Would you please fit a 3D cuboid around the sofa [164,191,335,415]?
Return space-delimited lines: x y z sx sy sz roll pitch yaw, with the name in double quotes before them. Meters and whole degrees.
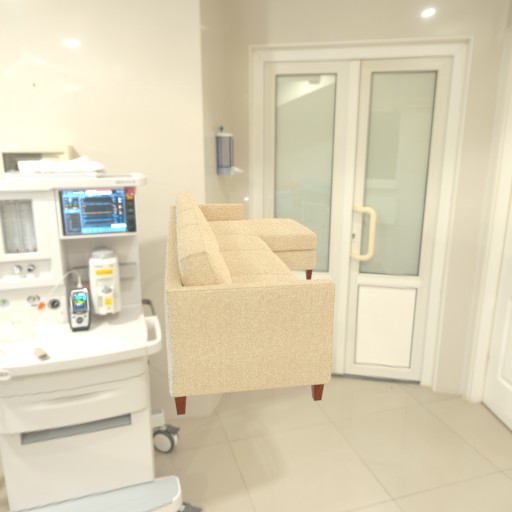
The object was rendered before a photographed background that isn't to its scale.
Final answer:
"sofa" 0.000 0.000 4.126 1.603 0.954 3.471 -2 14 -10
